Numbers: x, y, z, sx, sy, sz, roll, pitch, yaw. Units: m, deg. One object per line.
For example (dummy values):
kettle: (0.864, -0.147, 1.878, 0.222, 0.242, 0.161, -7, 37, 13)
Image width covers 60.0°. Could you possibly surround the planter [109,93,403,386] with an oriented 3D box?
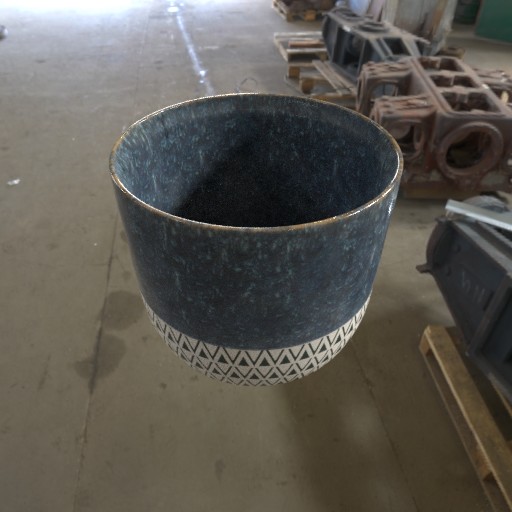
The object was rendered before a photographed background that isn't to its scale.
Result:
planter: (0.000, 0.000, 0.498, 0.266, 0.270, 0.266, 0, 40, 0)
